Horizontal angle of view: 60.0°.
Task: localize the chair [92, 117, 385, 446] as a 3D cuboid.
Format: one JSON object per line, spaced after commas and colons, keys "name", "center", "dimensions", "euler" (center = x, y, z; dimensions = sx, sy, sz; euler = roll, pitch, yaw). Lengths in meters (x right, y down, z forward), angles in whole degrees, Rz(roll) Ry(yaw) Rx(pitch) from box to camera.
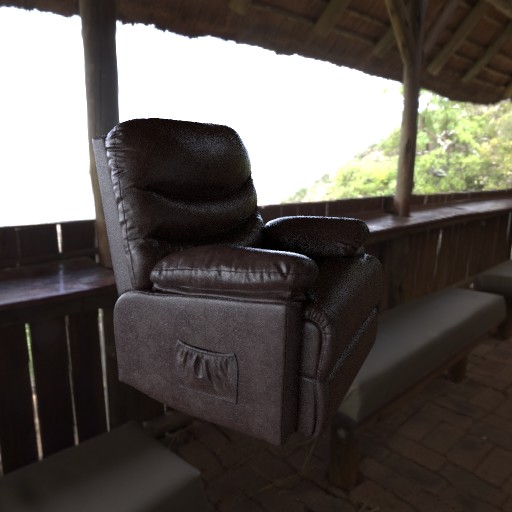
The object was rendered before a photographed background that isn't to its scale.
{"name": "chair", "center": [0.000, 0.000, 1.749], "dimensions": [0.879, 1.041, 0.940], "euler": [7, 15, 26]}
